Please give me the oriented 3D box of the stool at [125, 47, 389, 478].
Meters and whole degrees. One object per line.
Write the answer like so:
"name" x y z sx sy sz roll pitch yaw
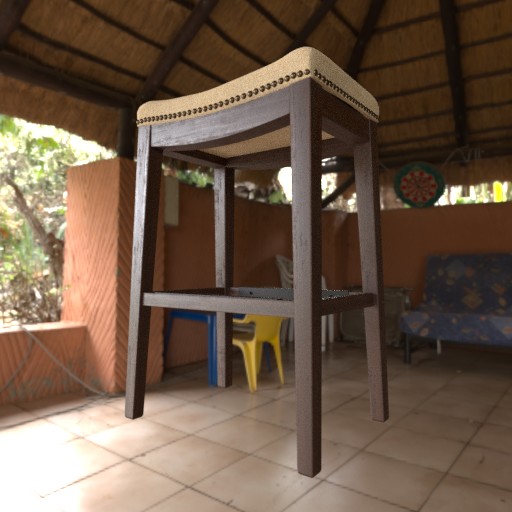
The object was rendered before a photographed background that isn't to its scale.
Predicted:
"stool" 0.000 0.000 1.053 0.509 0.768 0.363 -1 -2 37
